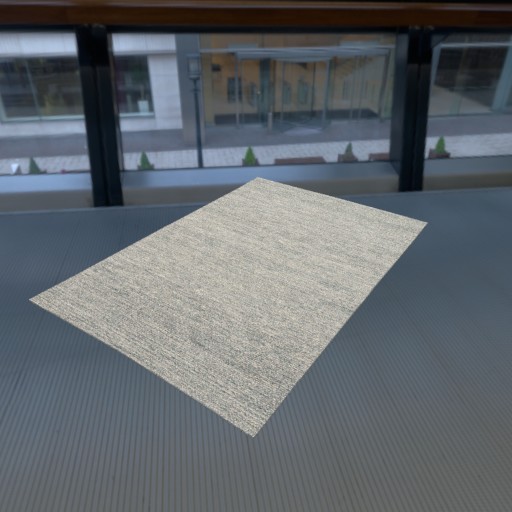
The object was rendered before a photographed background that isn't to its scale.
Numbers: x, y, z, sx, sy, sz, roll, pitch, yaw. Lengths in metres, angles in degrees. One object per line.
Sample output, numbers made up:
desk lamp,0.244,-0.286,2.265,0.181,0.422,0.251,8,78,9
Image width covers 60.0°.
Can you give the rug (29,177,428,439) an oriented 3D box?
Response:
rug,0.000,0.000,3.012,1.616,0.030,2.338,21,37,29
